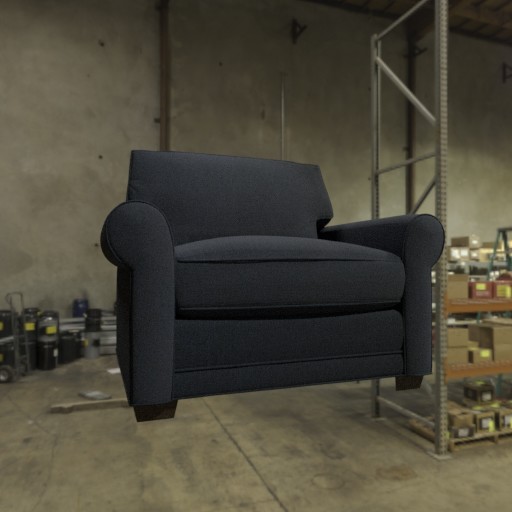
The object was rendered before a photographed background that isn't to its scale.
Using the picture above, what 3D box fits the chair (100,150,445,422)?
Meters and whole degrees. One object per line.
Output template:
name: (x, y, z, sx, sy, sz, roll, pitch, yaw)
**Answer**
chair: (0.000, 0.000, 1.942, 1.285, 1.044, 0.963, 0, -1, -20)
